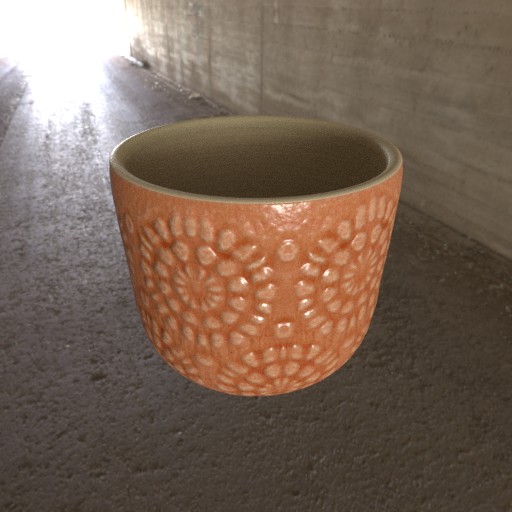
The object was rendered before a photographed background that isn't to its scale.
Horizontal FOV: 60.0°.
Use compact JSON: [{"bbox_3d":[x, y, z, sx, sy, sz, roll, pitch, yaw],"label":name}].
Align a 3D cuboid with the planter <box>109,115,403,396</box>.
[{"bbox_3d":[0.000,0.000,0.218,0.124,0.109,0.124,0,30,0],"label":"planter"}]
